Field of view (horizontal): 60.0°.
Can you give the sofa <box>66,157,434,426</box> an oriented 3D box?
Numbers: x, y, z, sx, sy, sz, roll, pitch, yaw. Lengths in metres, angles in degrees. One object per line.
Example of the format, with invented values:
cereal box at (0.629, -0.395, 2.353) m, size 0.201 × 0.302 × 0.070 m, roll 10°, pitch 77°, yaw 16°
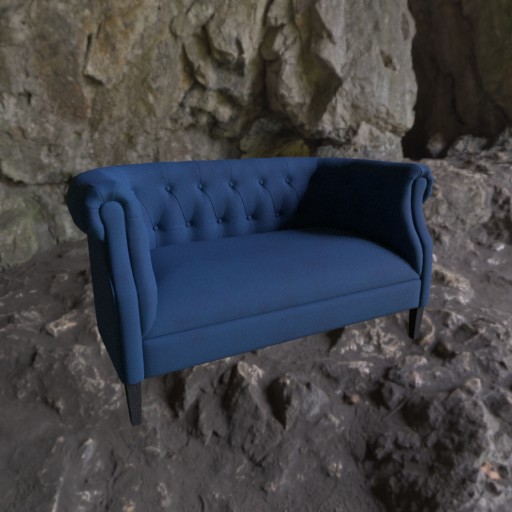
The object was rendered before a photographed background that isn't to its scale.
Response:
sofa at (0.000, 0.000, 2.033) m, size 1.558 × 0.827 × 0.835 m, roll -9°, pitch 19°, yaw -27°
